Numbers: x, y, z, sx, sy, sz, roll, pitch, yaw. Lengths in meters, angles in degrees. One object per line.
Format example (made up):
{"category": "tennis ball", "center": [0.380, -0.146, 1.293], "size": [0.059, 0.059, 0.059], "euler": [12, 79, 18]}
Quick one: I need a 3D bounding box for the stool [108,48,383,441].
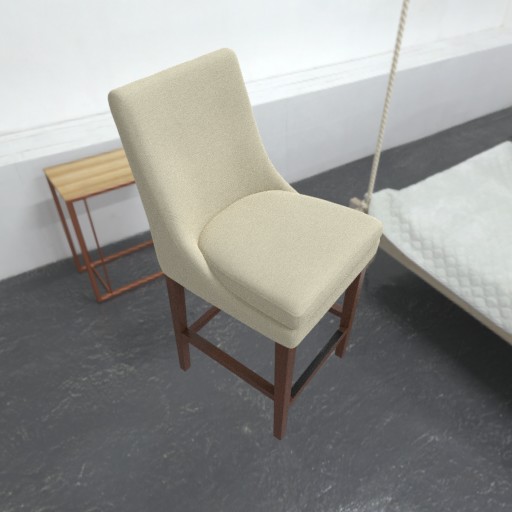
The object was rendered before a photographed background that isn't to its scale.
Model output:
{"category": "stool", "center": [0.000, 0.000, 1.304], "size": [0.577, 0.981, 0.470], "euler": [27, 48, 27]}
